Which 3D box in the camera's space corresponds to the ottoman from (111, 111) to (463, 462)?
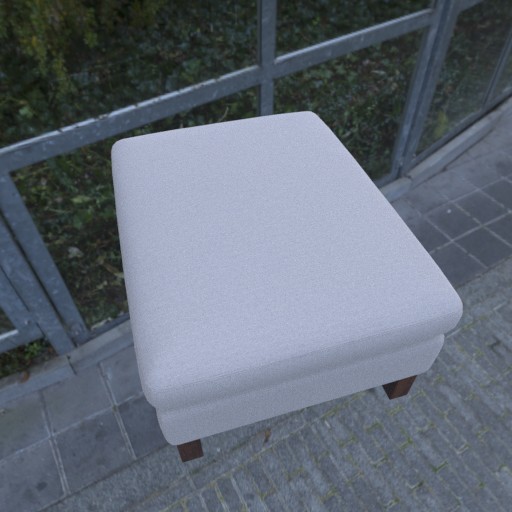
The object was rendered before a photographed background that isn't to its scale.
[{"bbox_3d":[0.000,0.000,1.098,0.606,0.420,0.771,-12,47,-11],"label":"ottoman"}]
